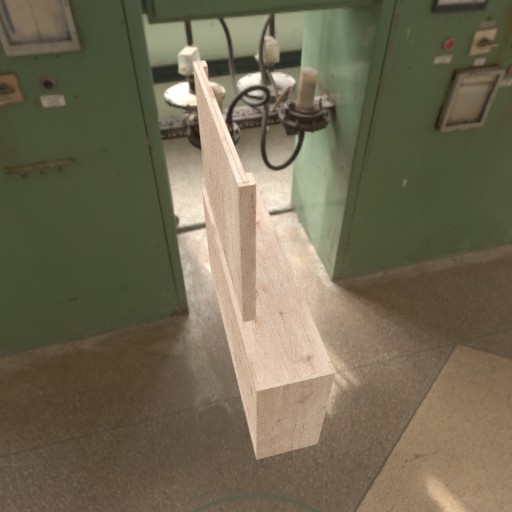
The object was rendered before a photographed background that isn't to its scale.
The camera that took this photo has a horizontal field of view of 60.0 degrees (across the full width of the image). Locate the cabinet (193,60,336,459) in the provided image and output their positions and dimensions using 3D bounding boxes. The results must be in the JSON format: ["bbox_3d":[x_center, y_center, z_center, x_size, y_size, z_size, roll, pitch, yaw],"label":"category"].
[{"bbox_3d":[0.000,0.000,2.759,0.420,1.981,1.700,-10,47,-10],"label":"cabinet"}]
